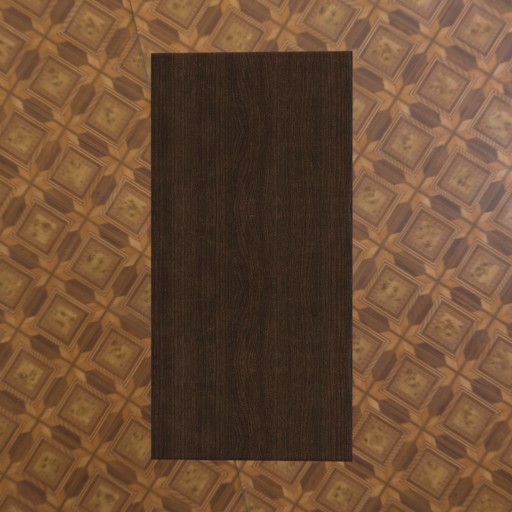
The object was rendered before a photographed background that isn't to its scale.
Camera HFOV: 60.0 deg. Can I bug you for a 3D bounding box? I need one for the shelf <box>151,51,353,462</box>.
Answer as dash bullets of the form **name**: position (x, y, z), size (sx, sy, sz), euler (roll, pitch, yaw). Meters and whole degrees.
- **shelf**: position (0.000, 0.000, 1.250), size (0.390, 0.786, 0.790), euler (0, 90, 1)
